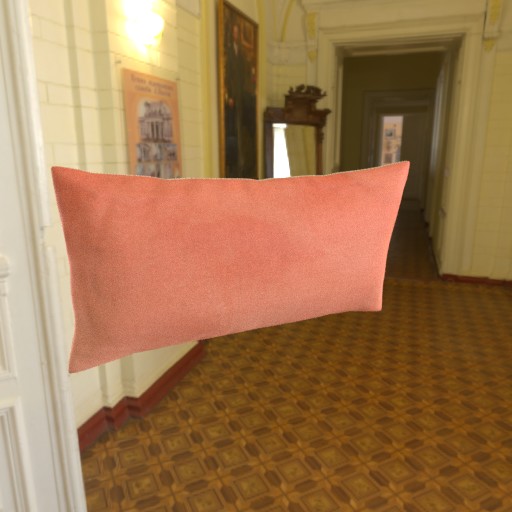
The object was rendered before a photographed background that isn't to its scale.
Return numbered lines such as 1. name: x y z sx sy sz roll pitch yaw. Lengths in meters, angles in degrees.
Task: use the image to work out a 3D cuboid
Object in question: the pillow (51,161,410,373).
1. pillow: 0.000 0.000 0.743 0.608 0.307 0.155 -7 15 -26
